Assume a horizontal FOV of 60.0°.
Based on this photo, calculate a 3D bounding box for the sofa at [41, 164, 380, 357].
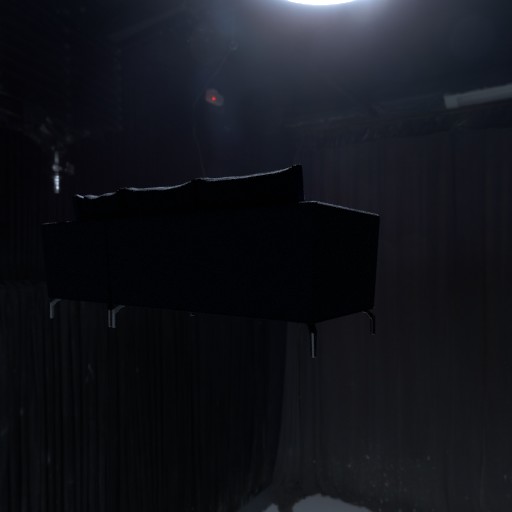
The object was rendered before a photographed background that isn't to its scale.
[{"bbox_3d":[0.000,0.000,3.801,2.472,0.988,2.463,0,0,36],"label":"sofa"}]
